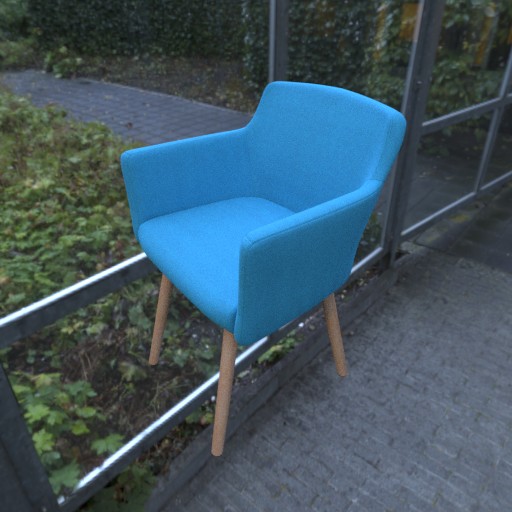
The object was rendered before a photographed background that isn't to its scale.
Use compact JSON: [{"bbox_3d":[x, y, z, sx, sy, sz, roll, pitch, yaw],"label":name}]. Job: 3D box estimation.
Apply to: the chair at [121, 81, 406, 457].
[{"bbox_3d":[0.000,0.000,1.159,0.540,0.780,0.570,-21,38,-30],"label":"chair"}]
